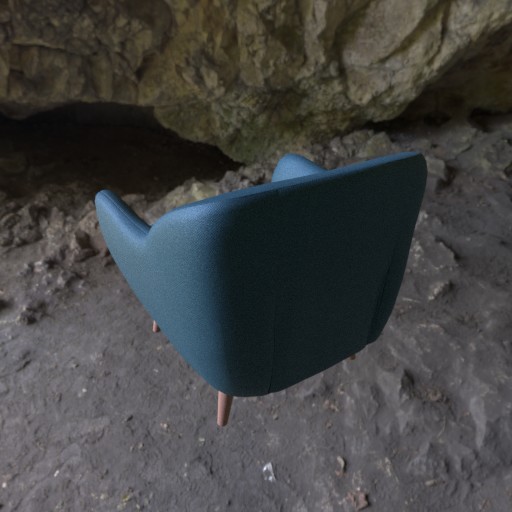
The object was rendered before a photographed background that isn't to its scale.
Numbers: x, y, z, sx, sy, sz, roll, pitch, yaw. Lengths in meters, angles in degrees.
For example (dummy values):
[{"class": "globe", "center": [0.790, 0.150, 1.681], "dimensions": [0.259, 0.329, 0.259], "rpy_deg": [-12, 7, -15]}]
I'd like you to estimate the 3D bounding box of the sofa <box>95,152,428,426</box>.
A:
[{"class": "sofa", "center": [0.000, 0.000, 1.485], "dimensions": [0.836, 0.817, 0.825], "rpy_deg": [-18, 34, -28]}]
